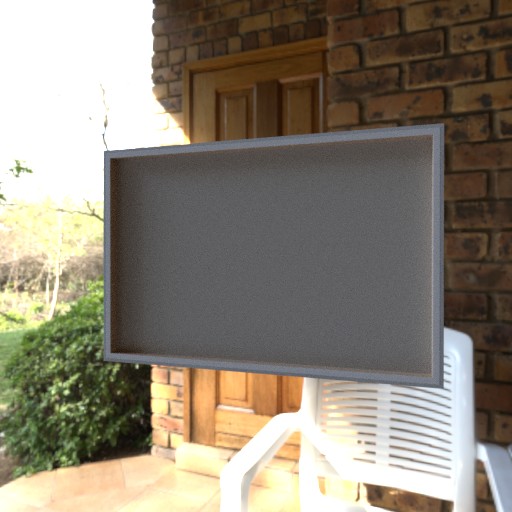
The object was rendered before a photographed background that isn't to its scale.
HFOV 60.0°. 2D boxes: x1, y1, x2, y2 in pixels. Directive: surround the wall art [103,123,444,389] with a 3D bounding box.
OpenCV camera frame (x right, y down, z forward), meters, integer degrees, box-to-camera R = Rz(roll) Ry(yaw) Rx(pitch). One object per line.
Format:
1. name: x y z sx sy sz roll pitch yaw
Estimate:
1. wall art: 0.000 0.000 1.171 0.915 0.610 0.038 0 0 17
